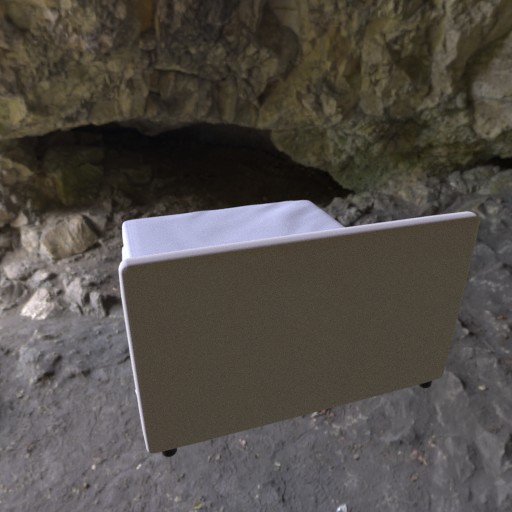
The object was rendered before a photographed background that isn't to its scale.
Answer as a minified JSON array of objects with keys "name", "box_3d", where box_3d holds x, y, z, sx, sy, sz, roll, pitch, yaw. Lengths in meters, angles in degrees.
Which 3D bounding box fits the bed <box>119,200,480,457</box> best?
[{"name":"bed","box_3d":[0.000,0.000,3.549,2.119,1.317,2.341,-8,28,-16]}]
